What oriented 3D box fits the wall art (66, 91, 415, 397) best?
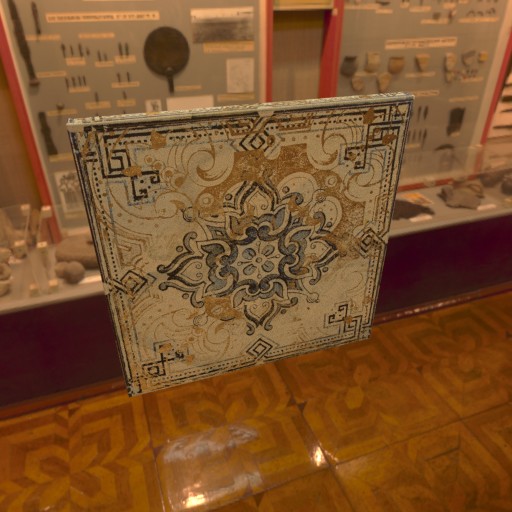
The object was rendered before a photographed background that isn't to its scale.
[{"bbox_3d":[0.000,0.000,0.918,0.609,0.607,0.036,-10,34,-15],"label":"wall art"}]
